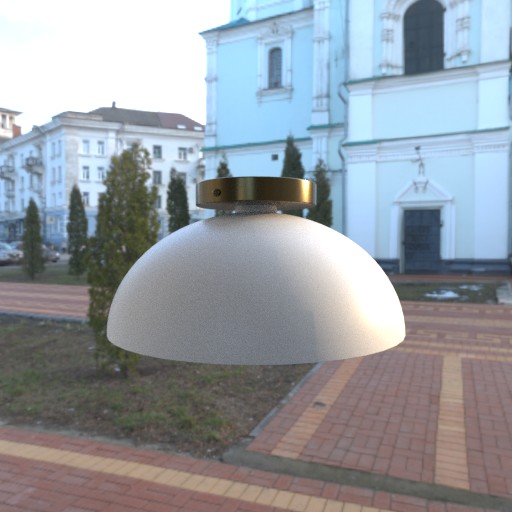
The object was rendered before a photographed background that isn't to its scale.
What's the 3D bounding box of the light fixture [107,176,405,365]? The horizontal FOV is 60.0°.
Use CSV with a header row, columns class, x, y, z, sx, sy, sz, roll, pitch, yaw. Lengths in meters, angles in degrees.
class,x,y,z,sx,sy,sz,roll,pitch,yaw
light fixture,0.000,0.000,0.553,0.355,0.177,0.355,0,2,0
